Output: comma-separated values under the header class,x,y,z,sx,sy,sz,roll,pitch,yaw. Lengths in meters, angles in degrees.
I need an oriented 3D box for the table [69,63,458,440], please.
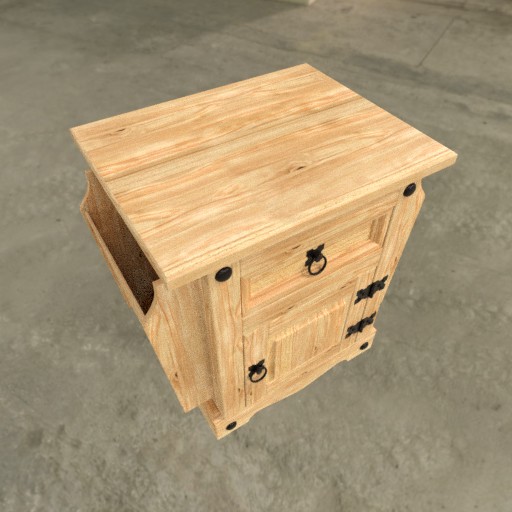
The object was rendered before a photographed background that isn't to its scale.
class,x,y,z,sx,sy,sz,roll,pitch,yaw
table,0.000,0.000,0.868,0.530,0.515,0.380,-24,51,-21
